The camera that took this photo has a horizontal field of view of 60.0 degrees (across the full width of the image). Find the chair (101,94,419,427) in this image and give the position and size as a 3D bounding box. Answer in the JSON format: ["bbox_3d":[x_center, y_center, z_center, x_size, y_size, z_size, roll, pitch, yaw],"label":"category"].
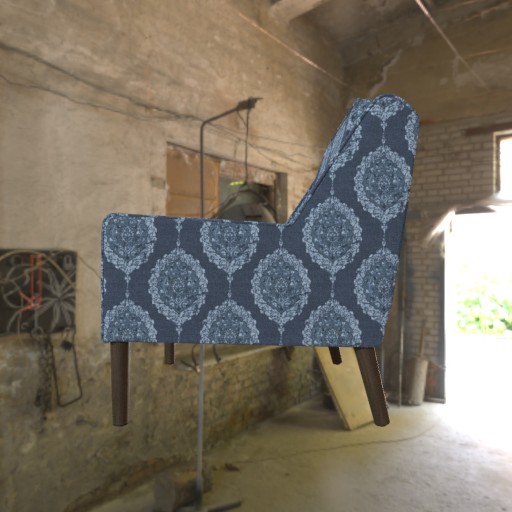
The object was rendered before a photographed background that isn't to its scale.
[{"bbox_3d":[0.000,0.000,1.324,0.743,0.792,0.663,0,0,0],"label":"chair"}]
